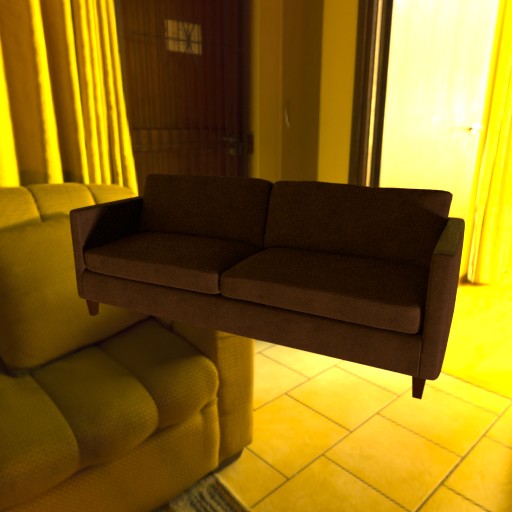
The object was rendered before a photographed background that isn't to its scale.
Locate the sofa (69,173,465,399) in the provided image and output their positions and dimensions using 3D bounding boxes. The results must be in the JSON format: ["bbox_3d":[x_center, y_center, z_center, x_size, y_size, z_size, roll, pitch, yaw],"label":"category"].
[{"bbox_3d":[0.000,0.000,2.926,2.434,0.965,0.951,8,18,26],"label":"sofa"}]
